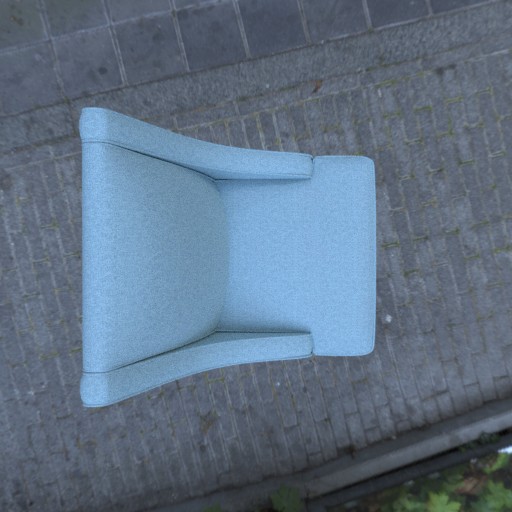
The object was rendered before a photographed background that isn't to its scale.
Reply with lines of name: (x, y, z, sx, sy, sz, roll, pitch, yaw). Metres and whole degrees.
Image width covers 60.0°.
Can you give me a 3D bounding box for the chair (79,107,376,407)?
chair: (0.000, 0.000, 1.813, 1.025, 1.133, 0.857, 0, 90, 0)
